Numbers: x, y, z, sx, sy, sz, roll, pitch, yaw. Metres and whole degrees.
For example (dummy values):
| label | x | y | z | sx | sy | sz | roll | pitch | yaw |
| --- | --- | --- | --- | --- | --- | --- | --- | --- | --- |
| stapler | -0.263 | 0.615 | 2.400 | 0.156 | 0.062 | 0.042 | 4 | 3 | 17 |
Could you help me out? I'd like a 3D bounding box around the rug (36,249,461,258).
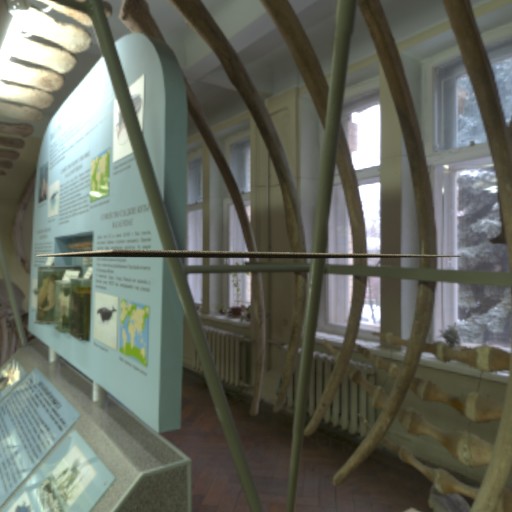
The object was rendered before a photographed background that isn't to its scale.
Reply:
| label | x | y | z | sx | sy | sz | roll | pitch | yaw |
| --- | --- | --- | --- | --- | --- | --- | --- | --- | --- |
| rug | 0.000 | 0.000 | 2.991 | 2.439 | 0.011 | 1.533 | 1 | -1 | -36 |
